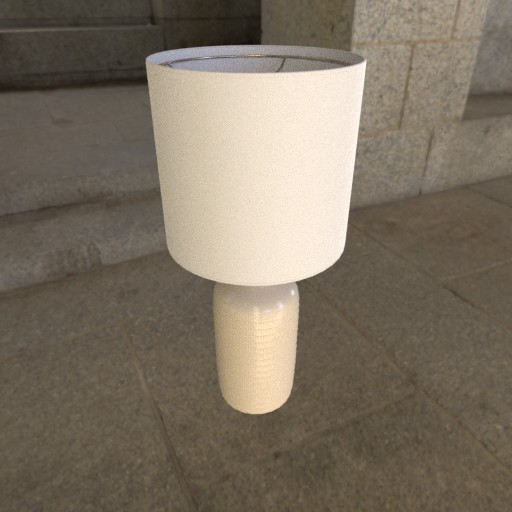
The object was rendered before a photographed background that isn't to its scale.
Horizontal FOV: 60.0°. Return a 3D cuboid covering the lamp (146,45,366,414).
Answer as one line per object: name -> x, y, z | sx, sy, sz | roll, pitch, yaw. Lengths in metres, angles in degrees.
lamp -> 0.000, 0.000, 0.574 | 0.220, 0.475, 0.220 | 19, 36, 29
